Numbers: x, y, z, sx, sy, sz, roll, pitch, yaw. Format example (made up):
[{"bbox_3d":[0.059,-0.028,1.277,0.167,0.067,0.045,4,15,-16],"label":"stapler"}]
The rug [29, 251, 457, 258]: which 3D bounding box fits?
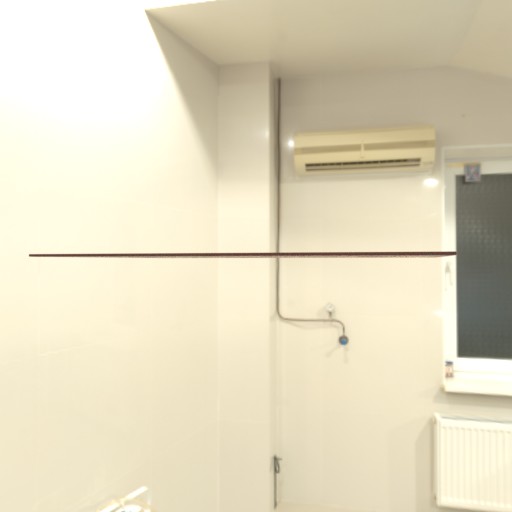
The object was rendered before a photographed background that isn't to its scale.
[{"bbox_3d":[0.000,0.000,5.871,4.578,0.033,3.033,0,-1,19],"label":"rug"}]
